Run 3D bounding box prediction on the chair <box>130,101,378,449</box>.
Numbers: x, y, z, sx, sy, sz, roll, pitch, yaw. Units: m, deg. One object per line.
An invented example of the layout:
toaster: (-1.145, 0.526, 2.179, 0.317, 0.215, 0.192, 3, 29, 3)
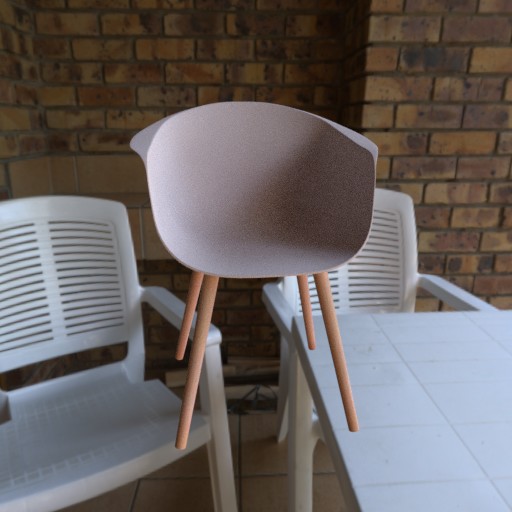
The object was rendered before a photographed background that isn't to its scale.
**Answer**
chair: (0.000, 0.000, 1.149, 0.593, 0.781, 0.504, -2, 16, -8)
